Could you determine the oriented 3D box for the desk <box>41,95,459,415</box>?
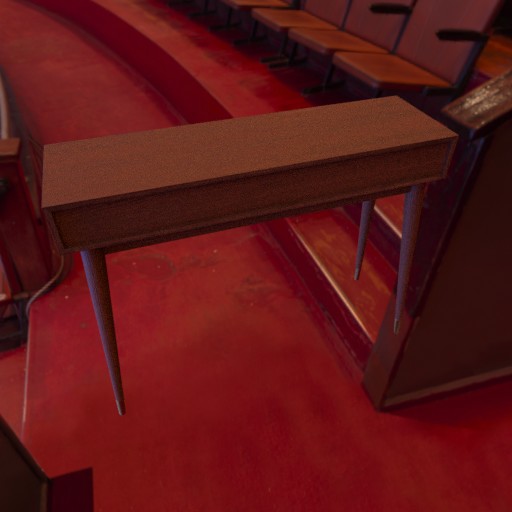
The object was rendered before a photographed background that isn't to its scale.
[{"bbox_3d":[0.000,0.000,1.630,1.204,0.917,0.384,-13,42,-14],"label":"desk"}]
